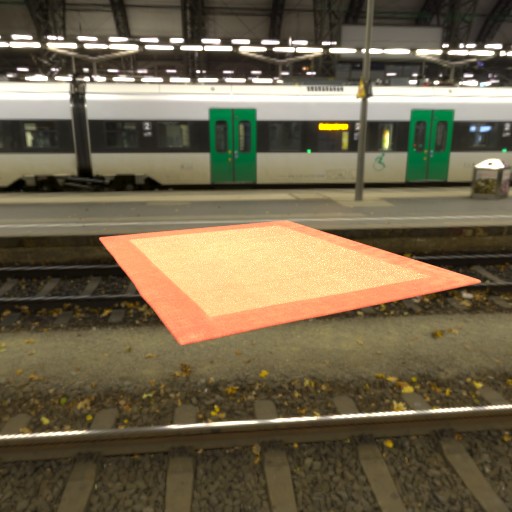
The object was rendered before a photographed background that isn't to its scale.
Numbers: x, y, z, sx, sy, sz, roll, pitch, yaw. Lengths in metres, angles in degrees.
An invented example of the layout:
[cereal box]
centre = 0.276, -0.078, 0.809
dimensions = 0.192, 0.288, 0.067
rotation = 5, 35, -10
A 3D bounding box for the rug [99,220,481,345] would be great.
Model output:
[rug]
centre = 0.000, 0.000, 4.184
dimensions = 2.430, 0.018, 2.976
rotation = -7, 16, -26
